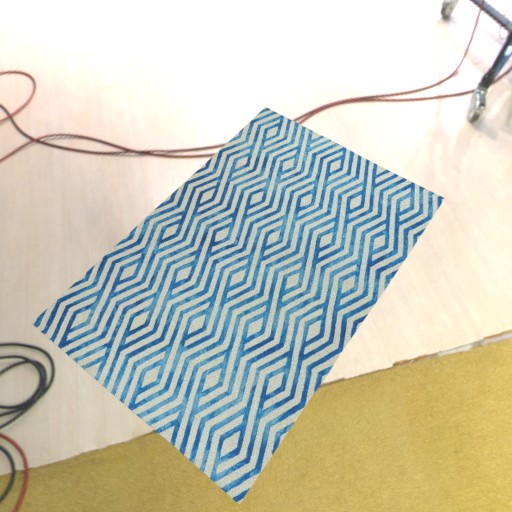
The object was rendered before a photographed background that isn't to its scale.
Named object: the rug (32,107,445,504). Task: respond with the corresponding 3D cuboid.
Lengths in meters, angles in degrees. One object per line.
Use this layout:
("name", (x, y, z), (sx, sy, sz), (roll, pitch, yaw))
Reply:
("rug", (0.000, 0.000, 2.238), (1.225, 0.008, 1.830), (33, 64, 18))
